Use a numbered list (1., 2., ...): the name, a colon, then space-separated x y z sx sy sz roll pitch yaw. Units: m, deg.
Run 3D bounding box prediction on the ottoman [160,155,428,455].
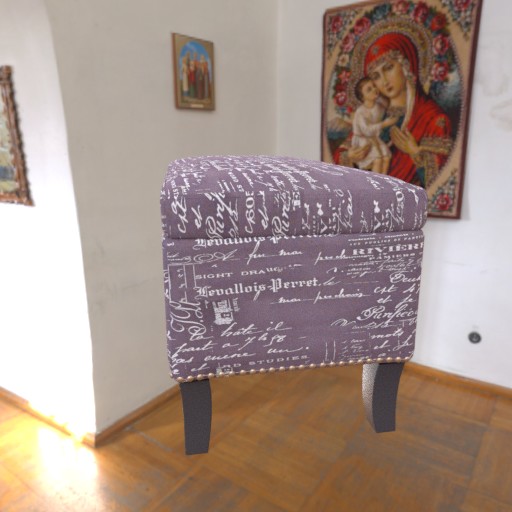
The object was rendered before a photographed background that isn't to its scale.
1. ottoman: 0.000 0.000 1.058 0.406 0.457 0.813 -3 15 -9
